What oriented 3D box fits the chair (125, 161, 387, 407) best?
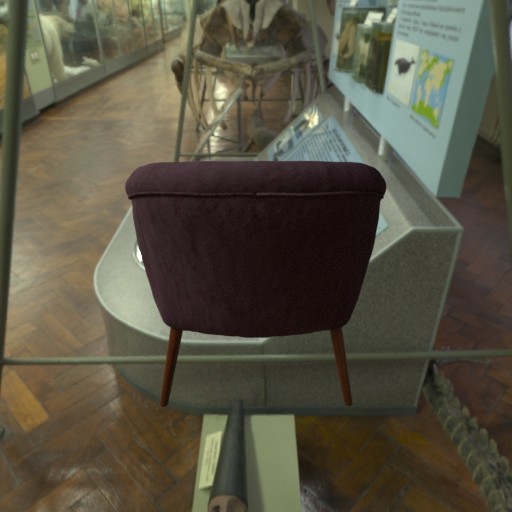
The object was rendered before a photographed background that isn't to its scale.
[{"bbox_3d":[0.000,0.000,1.537,0.851,0.885,0.776,0,30,0],"label":"chair"}]
